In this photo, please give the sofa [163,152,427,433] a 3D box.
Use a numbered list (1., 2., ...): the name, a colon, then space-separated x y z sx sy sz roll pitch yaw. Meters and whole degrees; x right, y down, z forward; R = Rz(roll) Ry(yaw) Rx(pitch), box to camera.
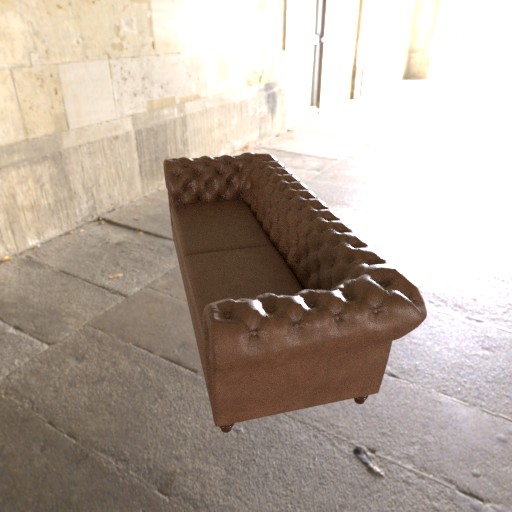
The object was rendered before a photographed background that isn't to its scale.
1. sofa: 0.000 0.000 2.829 0.944 0.783 2.385 -7 29 -13
